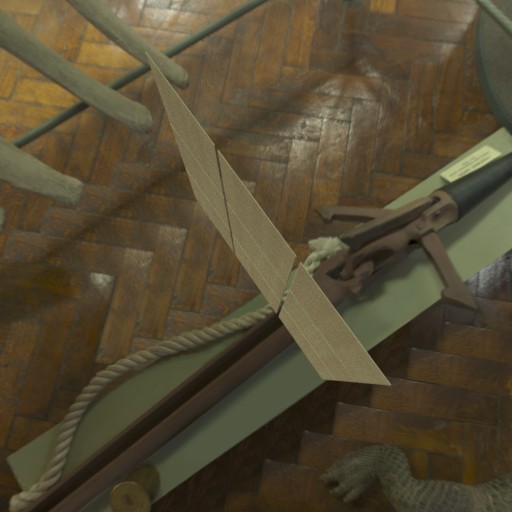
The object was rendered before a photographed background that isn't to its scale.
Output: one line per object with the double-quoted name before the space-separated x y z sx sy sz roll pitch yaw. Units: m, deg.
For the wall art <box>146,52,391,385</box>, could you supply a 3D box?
"wall art" 0.000 0.000 2.297 0.002 1.505 1.517 -34 78 -8
